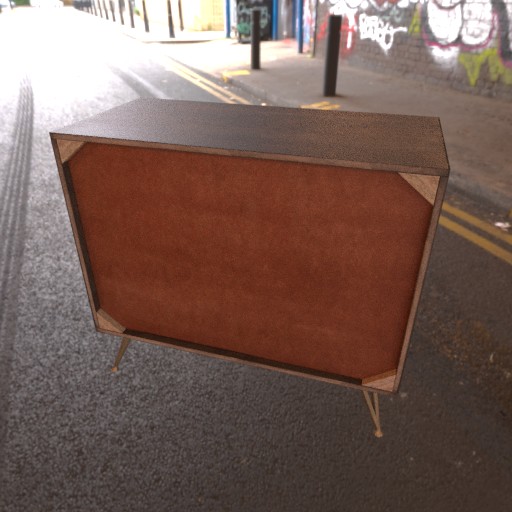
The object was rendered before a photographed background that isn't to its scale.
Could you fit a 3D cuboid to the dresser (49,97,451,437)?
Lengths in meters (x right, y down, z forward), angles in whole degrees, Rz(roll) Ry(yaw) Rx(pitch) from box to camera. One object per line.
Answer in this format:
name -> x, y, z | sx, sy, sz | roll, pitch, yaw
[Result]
dresser -> 0.000, 0.000, 1.361 | 0.923, 0.801, 0.453 | 9, 32, 15
